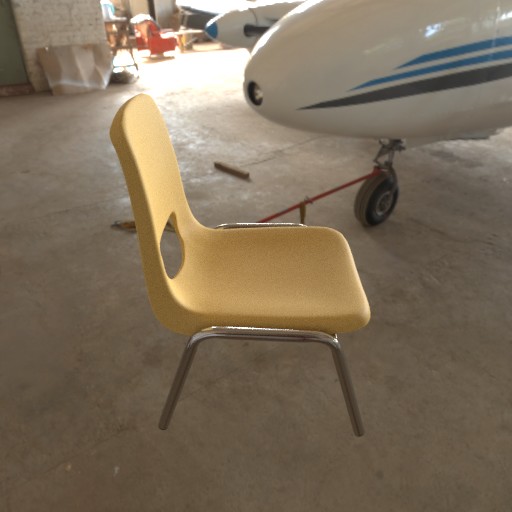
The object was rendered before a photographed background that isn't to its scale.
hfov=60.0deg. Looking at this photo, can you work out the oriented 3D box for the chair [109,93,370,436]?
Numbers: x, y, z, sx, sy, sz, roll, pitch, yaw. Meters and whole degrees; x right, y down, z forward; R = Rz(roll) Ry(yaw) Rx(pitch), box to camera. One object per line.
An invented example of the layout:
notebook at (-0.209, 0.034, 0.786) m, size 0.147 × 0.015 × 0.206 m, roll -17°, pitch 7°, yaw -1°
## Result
chair at (0.000, 0.000, 0.787) m, size 0.385 × 0.536 × 0.354 m, roll 0°, pitch 33°, yaw 0°
